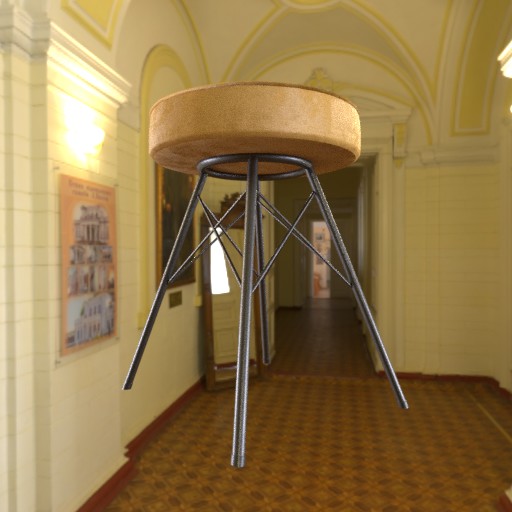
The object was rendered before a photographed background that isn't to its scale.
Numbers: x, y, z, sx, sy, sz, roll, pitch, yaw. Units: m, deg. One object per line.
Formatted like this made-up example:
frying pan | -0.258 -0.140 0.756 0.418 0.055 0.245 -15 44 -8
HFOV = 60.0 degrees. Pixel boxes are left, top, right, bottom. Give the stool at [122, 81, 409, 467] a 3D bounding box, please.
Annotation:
stool | 0.000 0.000 0.928 0.438 0.595 0.472 0 1 -35
